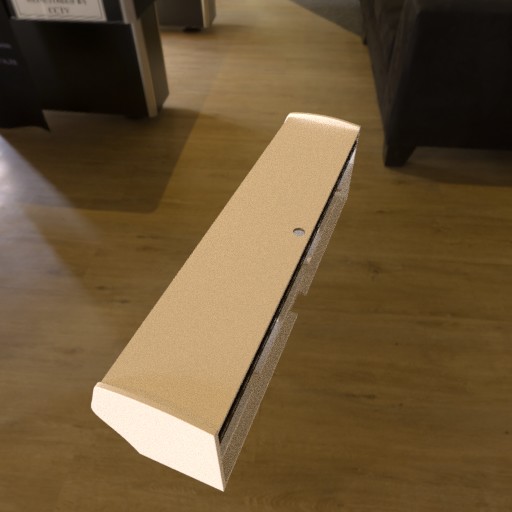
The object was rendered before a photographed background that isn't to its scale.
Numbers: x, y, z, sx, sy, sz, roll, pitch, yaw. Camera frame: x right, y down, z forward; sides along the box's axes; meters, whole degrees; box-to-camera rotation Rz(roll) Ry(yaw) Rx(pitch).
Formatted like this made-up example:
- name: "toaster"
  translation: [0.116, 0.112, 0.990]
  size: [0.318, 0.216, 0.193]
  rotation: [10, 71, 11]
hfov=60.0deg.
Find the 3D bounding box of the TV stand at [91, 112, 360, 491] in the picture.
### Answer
- name: "TV stand"
  translation: [0.000, 0.000, 1.674]
  size: [0.397, 0.424, 1.473]
  rotation: [16, 48, 15]
